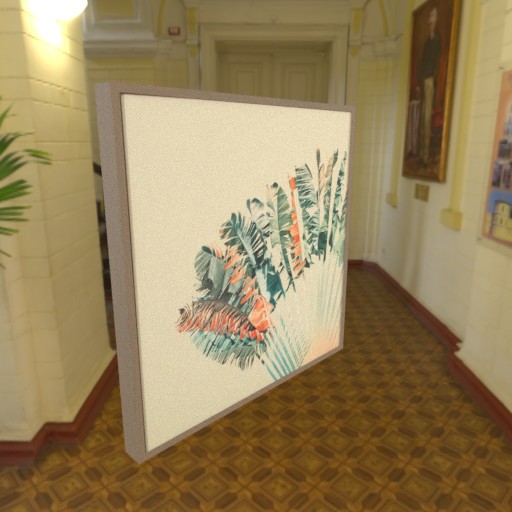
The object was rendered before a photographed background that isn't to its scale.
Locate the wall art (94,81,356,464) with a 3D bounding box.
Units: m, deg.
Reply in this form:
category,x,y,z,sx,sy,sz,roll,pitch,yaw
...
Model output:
category,x,y,z,sx,sy,sz,roll,pitch,yaw
wall art,0.000,0.000,0.751,0.038,0.506,0.508,14,20,43
